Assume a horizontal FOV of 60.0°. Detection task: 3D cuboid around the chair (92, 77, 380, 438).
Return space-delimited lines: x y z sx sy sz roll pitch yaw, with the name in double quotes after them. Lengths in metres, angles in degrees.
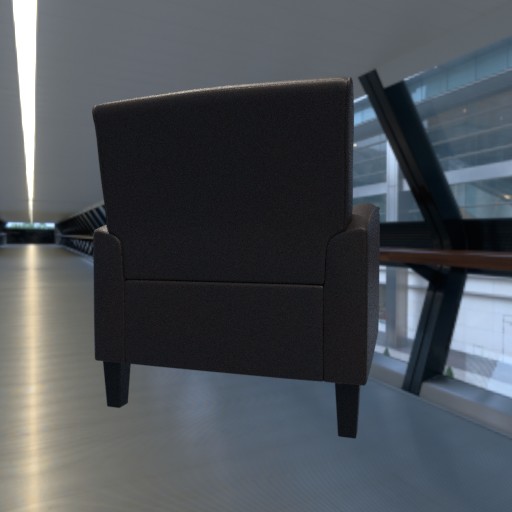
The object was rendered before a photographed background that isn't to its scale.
0.000 0.000 1.556 0.820 0.916 0.819 0 2 18 "chair"
